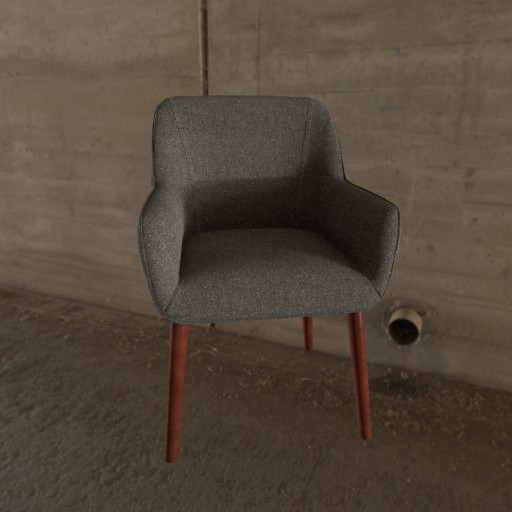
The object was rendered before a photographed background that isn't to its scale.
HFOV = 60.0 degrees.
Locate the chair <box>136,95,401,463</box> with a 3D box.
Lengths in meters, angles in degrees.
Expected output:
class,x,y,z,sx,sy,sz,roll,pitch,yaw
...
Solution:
class,x,y,z,sx,sy,sz,roll,pitch,yaw
chair,0.000,0.000,1.148,0.543,0.803,0.519,-3,18,-9
